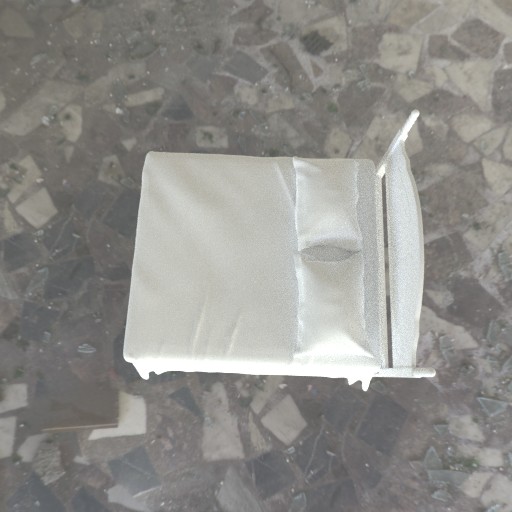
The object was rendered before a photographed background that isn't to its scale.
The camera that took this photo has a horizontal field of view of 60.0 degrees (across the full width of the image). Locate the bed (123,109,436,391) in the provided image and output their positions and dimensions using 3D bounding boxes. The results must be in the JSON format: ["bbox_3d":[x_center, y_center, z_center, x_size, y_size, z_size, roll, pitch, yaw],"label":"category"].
[{"bbox_3d":[0.000,0.000,3.259,2.040,1.356,1.873,2,75,1],"label":"bed"}]
